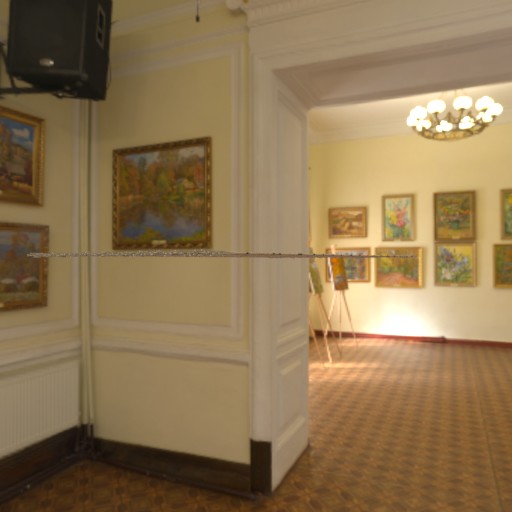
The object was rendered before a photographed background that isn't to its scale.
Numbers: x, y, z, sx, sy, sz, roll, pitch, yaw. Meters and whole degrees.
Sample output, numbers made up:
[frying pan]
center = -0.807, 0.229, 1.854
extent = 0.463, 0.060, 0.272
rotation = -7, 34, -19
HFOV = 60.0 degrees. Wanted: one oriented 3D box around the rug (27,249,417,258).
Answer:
[rug]
center = 0.000, 0.000, 3.098
extent = 1.495, 0.035, 2.472
rotation = 0, -1, 37
